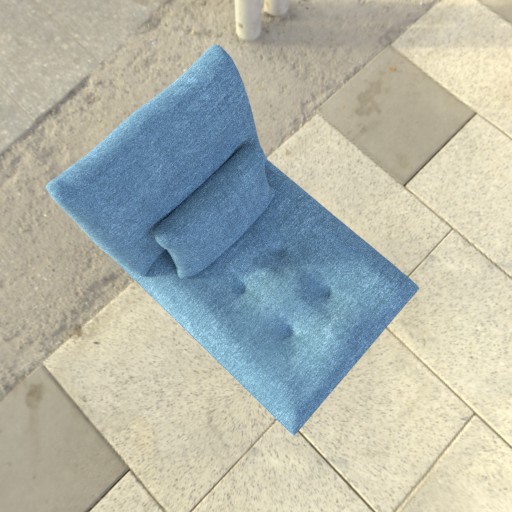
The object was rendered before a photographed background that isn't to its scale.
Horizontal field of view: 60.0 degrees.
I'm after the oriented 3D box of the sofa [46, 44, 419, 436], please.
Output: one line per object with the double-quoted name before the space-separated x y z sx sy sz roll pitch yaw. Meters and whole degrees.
"sofa" 0.000 0.000 1.533 1.000 0.820 0.700 42 78 11
